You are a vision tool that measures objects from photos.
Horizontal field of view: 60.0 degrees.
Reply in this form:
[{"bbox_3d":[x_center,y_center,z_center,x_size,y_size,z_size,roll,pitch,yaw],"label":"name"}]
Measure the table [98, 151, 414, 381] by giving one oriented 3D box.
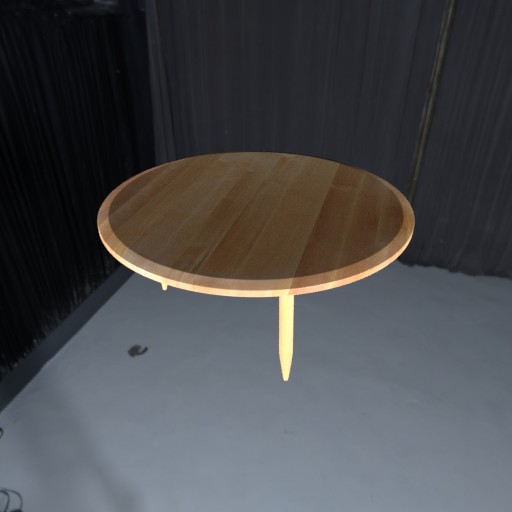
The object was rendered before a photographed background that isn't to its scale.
[{"bbox_3d":[0.000,0.000,1.417,0.900,0.400,0.900,0,32,0],"label":"table"}]
